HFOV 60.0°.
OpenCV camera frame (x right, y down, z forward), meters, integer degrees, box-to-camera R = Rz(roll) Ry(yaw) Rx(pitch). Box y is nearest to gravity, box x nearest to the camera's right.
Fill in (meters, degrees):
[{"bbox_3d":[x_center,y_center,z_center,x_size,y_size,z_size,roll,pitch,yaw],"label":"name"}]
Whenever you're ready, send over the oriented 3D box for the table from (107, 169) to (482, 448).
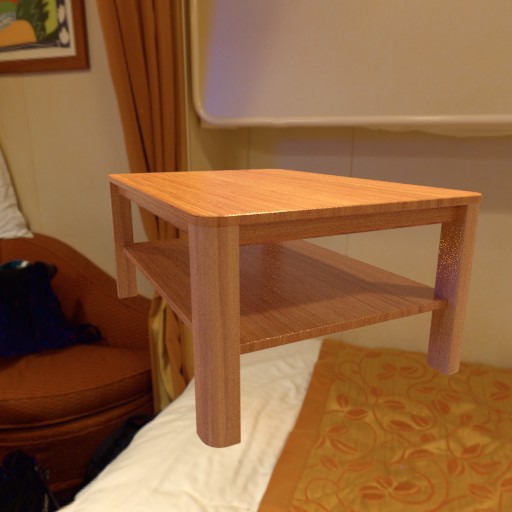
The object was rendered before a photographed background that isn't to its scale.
[{"bbox_3d":[0.000,0.000,1.347,0.696,0.445,0.997,-7,16,-26],"label":"table"}]
